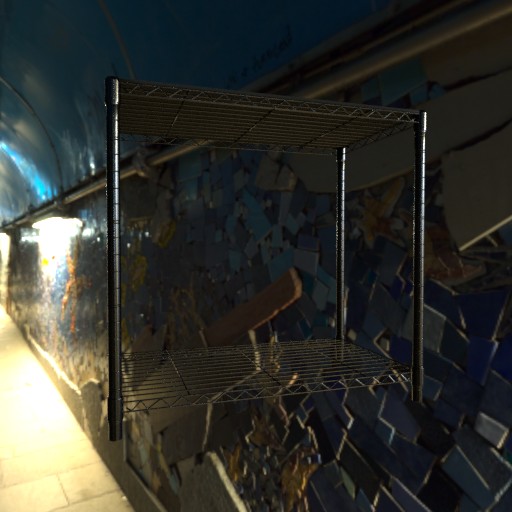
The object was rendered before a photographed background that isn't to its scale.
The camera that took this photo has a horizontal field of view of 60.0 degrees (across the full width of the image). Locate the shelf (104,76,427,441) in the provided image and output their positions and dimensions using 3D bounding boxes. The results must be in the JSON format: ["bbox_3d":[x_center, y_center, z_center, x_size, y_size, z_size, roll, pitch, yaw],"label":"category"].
[{"bbox_3d":[0.000,0.000,0.926,0.589,0.564,0.338,-1,2,-18],"label":"shelf"}]
